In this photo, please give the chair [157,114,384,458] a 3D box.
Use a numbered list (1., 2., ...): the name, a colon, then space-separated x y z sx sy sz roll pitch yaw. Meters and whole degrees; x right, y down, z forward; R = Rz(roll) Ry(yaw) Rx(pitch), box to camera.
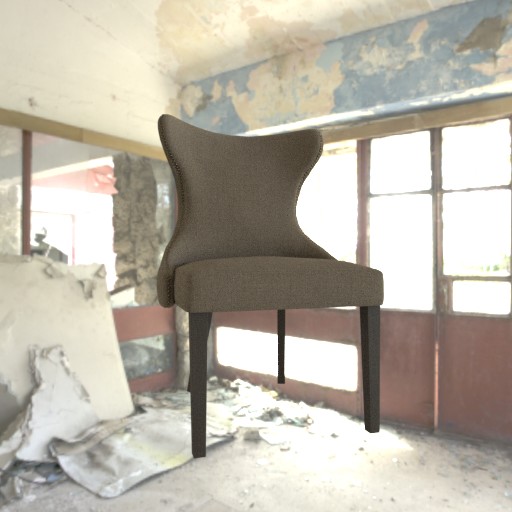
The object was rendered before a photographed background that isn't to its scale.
1. chair: 0.000 0.000 1.426 0.628 0.967 0.635 0 0 -18
